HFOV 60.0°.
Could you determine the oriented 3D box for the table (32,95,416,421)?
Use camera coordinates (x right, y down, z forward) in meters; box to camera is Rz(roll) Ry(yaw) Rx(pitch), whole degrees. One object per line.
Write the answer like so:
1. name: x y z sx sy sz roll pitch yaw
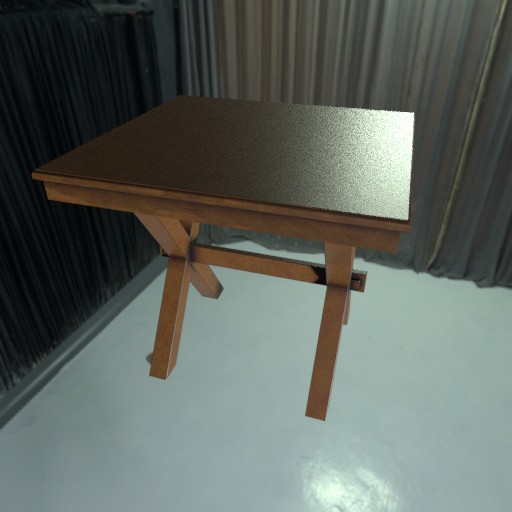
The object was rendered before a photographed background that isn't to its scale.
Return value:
1. table: 0.000 0.000 1.030 0.602 0.562 0.560 10 34 15
